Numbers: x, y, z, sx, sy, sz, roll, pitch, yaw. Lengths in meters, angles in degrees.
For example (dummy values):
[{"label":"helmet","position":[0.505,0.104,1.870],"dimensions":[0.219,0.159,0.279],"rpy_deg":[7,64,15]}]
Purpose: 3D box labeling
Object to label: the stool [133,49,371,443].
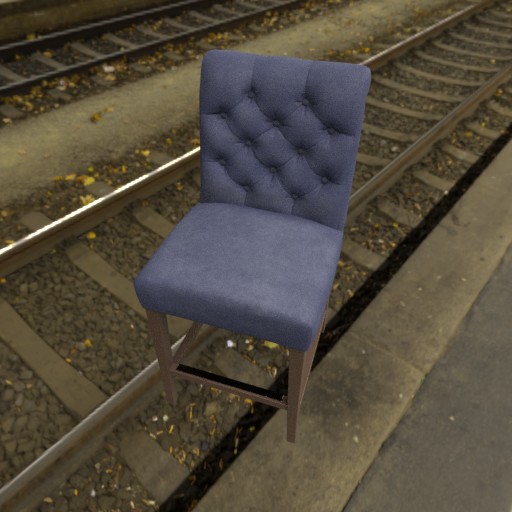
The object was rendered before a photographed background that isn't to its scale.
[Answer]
[{"label":"stool","position":[0.000,0.000,1.348],"dimensions":[0.493,1.010,0.601],"rpy_deg":[13,43,14]}]
